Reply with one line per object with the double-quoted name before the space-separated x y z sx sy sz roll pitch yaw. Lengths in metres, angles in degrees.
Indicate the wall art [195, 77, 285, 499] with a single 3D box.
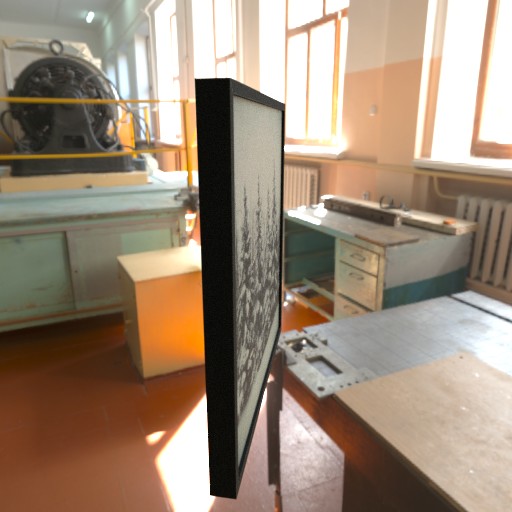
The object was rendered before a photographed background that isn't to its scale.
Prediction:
"wall art" 0.000 0.000 0.741 0.036 0.506 0.506 3 16 9
